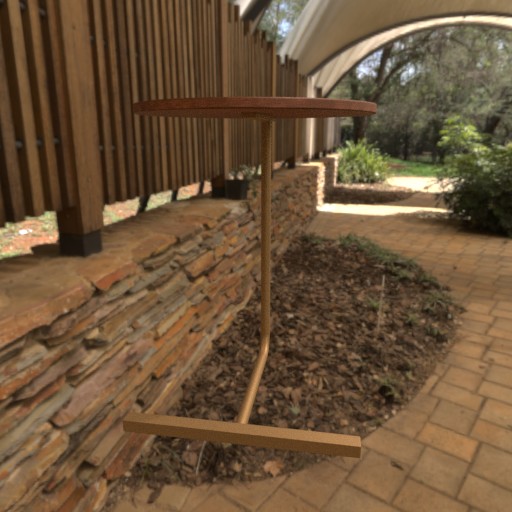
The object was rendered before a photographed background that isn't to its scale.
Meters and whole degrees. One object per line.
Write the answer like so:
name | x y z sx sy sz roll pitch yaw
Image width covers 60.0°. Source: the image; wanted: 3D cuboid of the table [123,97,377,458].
table | 0.000 0.000 1.103 0.530 0.706 0.577 3 16 9
